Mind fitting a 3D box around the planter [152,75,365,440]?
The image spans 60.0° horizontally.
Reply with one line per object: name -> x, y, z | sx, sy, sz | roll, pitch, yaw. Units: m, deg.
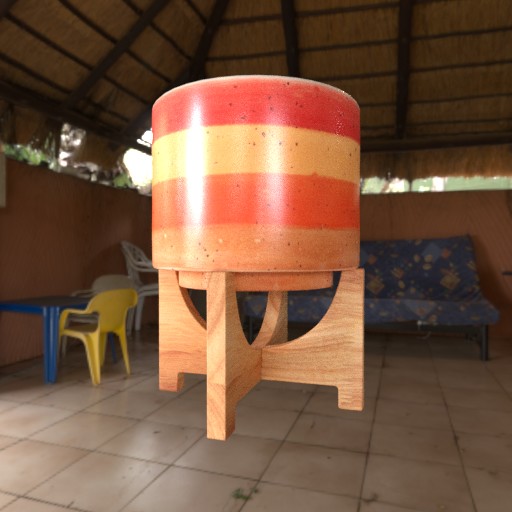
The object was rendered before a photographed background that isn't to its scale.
planter -> 0.000, 0.000, 0.419 | 0.199, 0.268, 0.199 | 0, 1, 0
